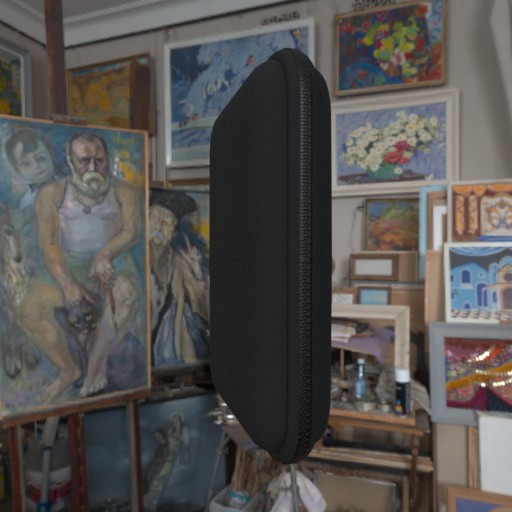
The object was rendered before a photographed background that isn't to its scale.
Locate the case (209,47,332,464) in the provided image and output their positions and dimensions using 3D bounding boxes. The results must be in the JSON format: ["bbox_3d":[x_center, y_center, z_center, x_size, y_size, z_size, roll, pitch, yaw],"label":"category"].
[{"bbox_3d":[0.000,0.000,0.192,0.030,0.147,0.107,0,1,-17],"label":"case"}]
